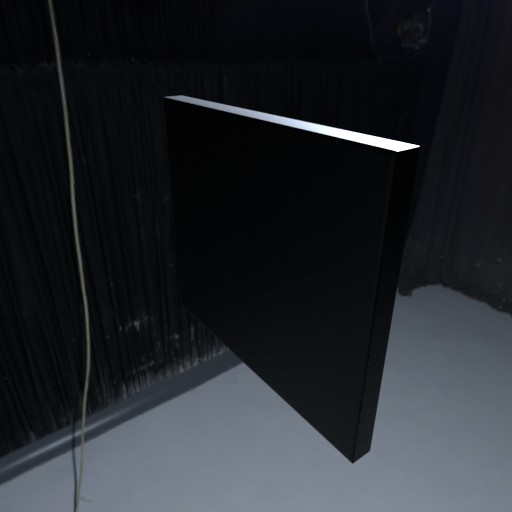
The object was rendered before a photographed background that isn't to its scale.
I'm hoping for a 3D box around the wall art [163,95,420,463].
[{"bbox_3d":[0.000,0.000,0.537,0.028,0.330,0.380,-18,32,-32],"label":"wall art"}]
